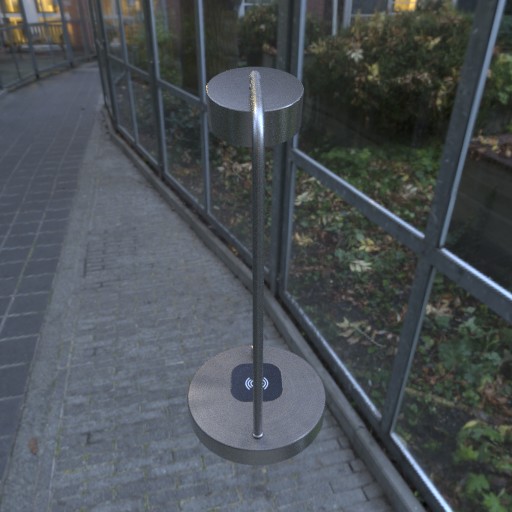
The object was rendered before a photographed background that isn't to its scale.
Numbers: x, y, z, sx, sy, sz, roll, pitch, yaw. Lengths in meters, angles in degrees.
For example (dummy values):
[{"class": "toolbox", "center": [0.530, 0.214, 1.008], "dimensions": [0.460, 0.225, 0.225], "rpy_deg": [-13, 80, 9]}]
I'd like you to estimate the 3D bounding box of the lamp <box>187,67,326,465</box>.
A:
[{"class": "lamp", "center": [0.000, 0.000, 0.632], "dimensions": [0.211, 0.469, 0.334], "rpy_deg": [0, 30, -1]}]
